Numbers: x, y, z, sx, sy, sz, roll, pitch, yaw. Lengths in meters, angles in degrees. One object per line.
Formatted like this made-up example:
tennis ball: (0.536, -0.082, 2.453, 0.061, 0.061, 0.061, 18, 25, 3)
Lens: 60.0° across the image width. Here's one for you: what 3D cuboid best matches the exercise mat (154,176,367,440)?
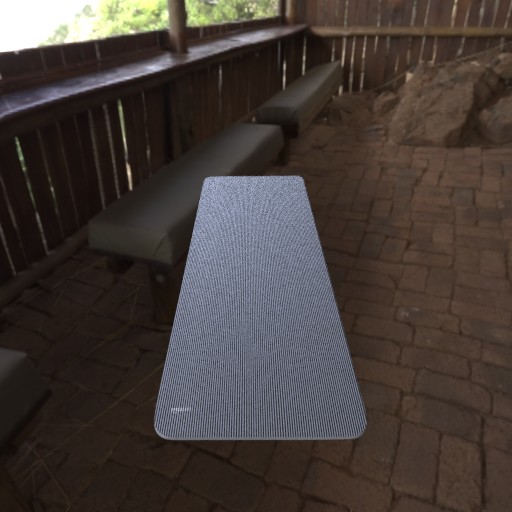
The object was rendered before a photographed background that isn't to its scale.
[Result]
exercise mat: (0.000, 0.000, 2.024, 0.616, 0.021, 1.884, 0, 33, -1)
